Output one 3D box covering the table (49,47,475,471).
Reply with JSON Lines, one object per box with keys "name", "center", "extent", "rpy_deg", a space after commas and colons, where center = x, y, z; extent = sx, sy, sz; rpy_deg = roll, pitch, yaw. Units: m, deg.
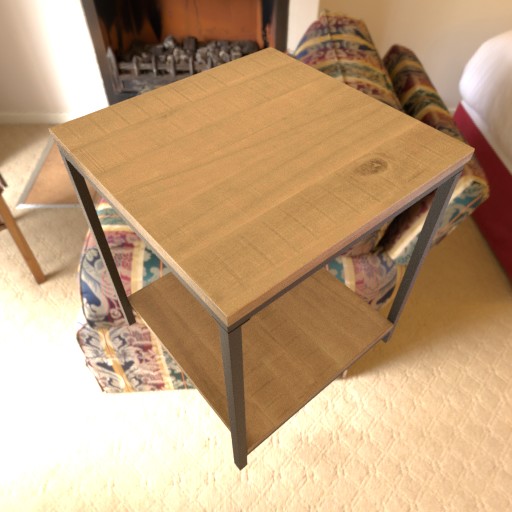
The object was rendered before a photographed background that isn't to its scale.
{"name": "table", "center": [0.000, 0.000, 0.959], "extent": [0.507, 0.589, 0.503], "rpy_deg": [-32, 56, -25]}
